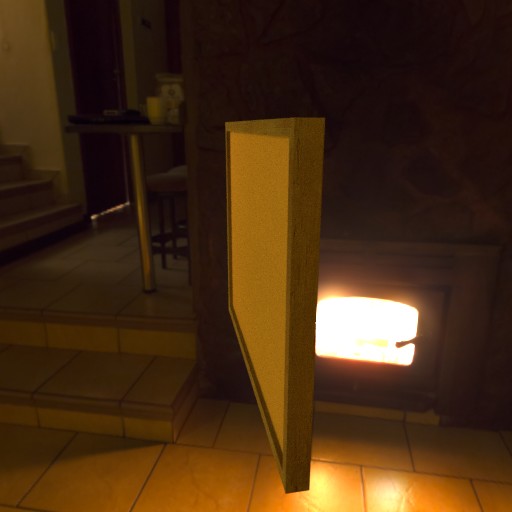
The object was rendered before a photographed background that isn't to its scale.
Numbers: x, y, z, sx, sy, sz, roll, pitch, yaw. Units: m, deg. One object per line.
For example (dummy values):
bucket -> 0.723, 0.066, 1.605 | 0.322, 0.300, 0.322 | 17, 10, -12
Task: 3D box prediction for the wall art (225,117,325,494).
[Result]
wall art -> 0.000, 0.000, 1.732 | 0.070, 1.009, 1.320 | -3, 17, -10
